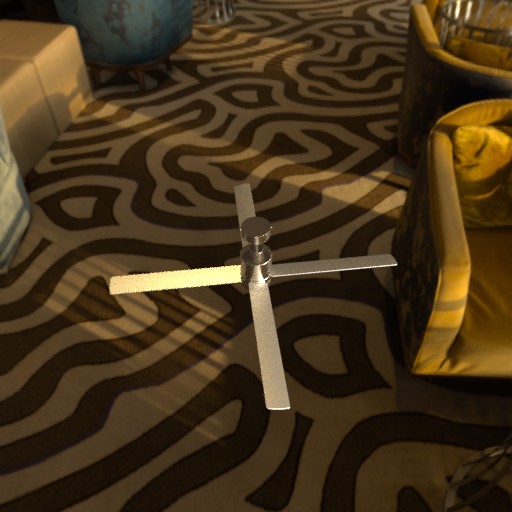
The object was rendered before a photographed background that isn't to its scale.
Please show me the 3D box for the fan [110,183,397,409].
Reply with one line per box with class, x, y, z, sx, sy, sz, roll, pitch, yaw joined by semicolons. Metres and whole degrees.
fan;0.000;0.000;1.964;1.322;0.355;1.322;-5;47;-5
